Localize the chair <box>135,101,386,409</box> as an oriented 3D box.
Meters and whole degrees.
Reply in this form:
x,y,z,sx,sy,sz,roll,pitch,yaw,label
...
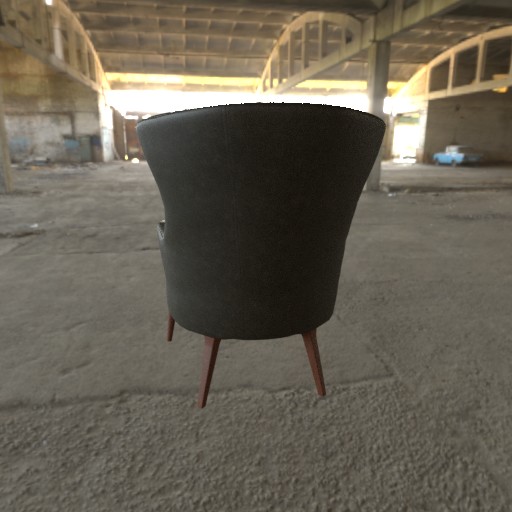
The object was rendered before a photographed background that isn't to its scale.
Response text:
x,y,z,sx,sy,sz,roll,pitch,yaw,label
0.000,0.000,1.734,0.819,1.068,0.954,-2,15,-9,chair
